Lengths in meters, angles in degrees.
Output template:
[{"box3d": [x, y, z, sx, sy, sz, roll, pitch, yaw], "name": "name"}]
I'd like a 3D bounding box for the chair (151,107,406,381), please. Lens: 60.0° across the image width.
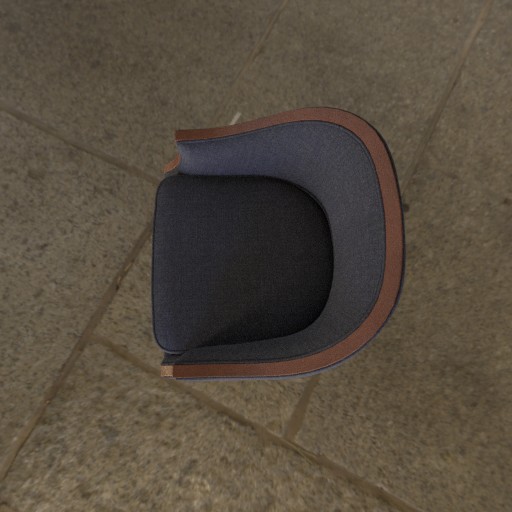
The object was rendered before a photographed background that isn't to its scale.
[{"box3d": [0.000, 0.000, 1.505, 0.735, 0.876, 0.803, -2, 77, 0], "name": "chair"}]
